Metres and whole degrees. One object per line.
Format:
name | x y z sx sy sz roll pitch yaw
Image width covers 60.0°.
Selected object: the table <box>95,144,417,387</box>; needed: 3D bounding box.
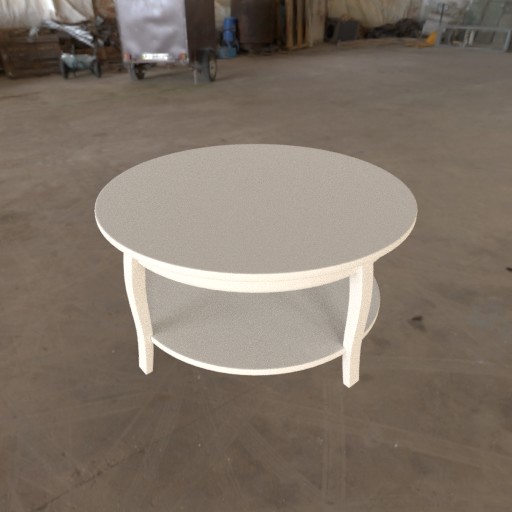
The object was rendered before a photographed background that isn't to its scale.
table | 0.000 0.000 1.426 0.910 0.457 0.910 0 31 0
